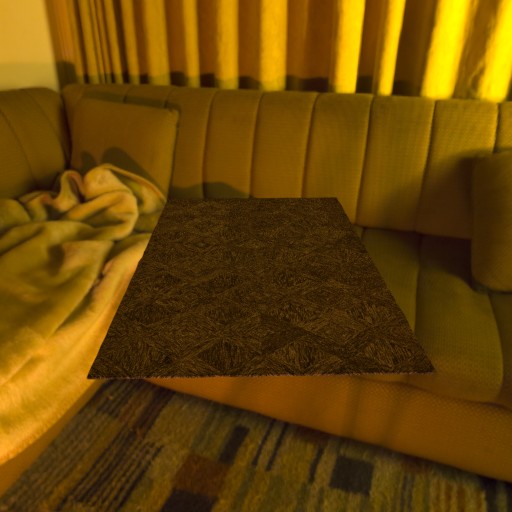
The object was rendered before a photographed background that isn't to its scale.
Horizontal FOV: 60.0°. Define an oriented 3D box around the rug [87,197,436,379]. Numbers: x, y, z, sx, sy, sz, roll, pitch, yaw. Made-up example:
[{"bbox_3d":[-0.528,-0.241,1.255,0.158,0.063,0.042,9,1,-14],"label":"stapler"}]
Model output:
[{"bbox_3d":[0.000,0.000,2.298,1.189,0.011,1.808,-1,27,-1],"label":"rug"}]
